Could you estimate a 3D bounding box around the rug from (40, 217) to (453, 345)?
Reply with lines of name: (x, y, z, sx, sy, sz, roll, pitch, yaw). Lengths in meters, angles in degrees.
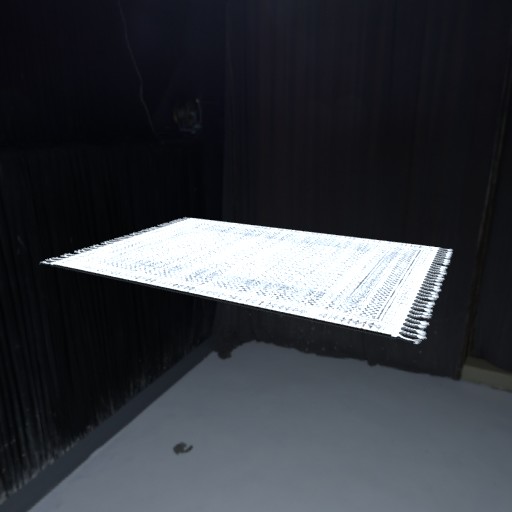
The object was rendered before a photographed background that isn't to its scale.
rug: (0.000, 0.000, 2.363, 1.872, 0.013, 1.243, 9, 19, 26)
